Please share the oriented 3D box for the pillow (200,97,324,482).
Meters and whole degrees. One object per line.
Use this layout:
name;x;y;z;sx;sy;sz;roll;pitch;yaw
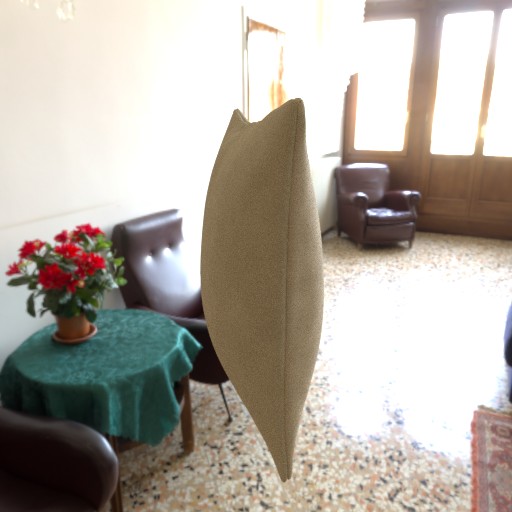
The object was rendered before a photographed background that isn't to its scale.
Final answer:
pillow;0.000;0.000;0.648;0.162;0.420;0.437;-3;17;-9
